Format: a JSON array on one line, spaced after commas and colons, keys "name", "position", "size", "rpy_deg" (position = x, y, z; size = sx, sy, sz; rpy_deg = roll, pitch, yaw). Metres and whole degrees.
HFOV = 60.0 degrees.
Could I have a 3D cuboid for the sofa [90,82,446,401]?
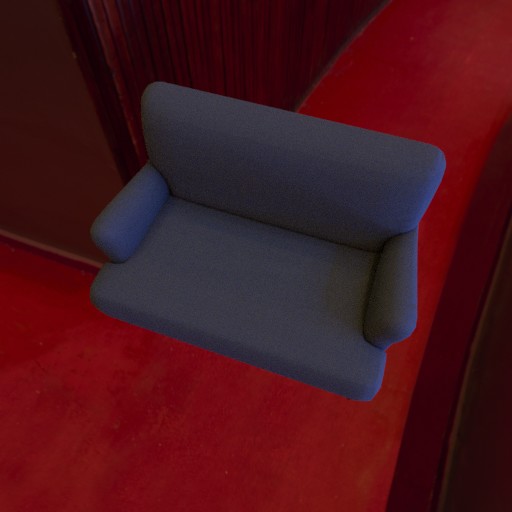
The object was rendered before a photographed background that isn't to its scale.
[{"name": "sofa", "position": [0.000, 0.000, 1.833], "size": [1.297, 0.889, 0.779], "rpy_deg": [17, 59, 10]}]
